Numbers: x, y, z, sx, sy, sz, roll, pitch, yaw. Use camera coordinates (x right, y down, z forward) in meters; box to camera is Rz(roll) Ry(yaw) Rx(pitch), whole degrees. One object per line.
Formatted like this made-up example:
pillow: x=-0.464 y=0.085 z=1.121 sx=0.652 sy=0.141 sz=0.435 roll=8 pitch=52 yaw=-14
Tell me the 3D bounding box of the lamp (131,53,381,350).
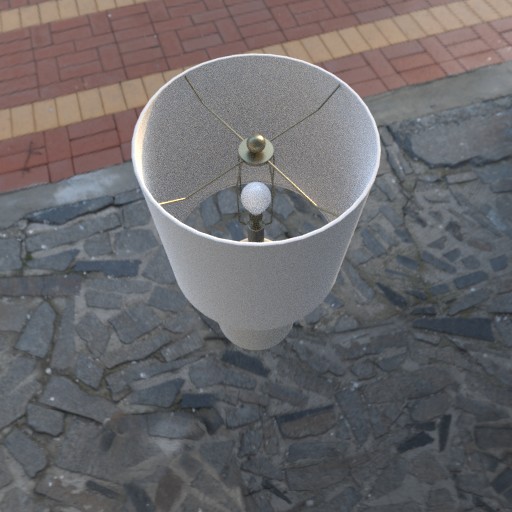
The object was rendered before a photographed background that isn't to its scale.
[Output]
lamp: x=0.000 y=0.000 z=0.510 sx=0.188 sy=0.392 sz=0.188 roll=-2 pitch=63 yaw=-1
